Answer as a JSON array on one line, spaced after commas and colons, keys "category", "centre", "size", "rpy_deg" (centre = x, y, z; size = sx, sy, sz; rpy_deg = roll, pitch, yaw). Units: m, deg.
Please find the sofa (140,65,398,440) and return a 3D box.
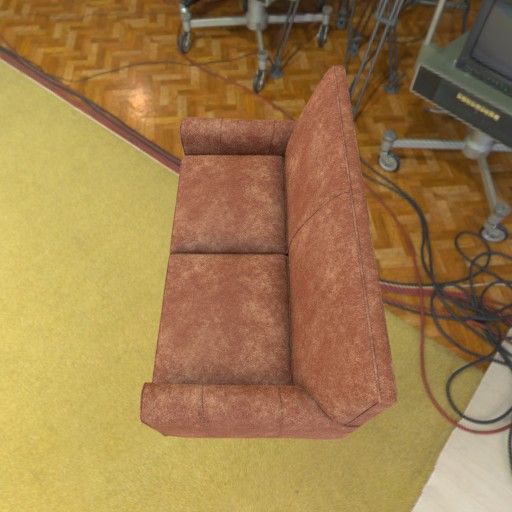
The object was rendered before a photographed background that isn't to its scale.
[{"category": "sofa", "centre": [0.000, 0.000, 1.949], "size": [0.787, 0.871, 1.473], "rpy_deg": [0, 58, 0]}]
